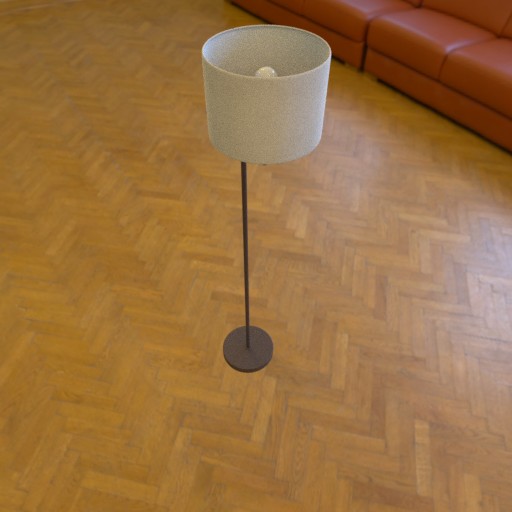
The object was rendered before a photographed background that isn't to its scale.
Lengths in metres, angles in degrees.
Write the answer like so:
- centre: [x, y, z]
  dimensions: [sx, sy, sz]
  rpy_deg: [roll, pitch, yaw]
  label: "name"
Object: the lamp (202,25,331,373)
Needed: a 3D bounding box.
- centre: [0.000, 0.000, 1.719]
  dimensions: [0.324, 1.600, 0.416]
  rpy_deg: [-26, 52, -23]
  label: "lamp"
